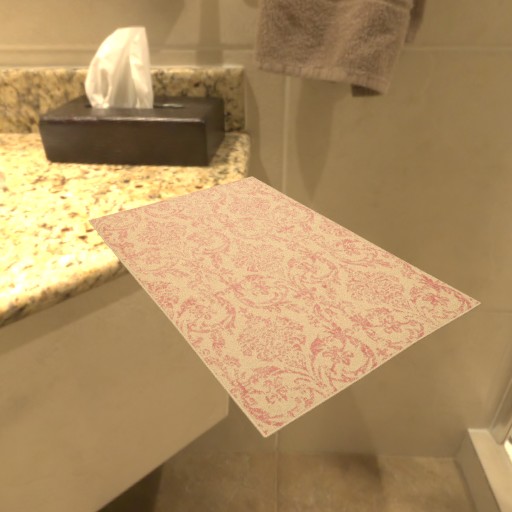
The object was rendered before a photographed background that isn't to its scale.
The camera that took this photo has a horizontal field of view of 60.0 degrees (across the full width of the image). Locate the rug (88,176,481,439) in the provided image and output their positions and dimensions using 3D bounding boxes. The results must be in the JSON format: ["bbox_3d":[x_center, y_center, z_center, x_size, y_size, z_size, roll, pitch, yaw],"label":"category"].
[{"bbox_3d":[0.000,0.000,3.521,1.819,0.018,2.746,-20,38,-29],"label":"rug"}]
